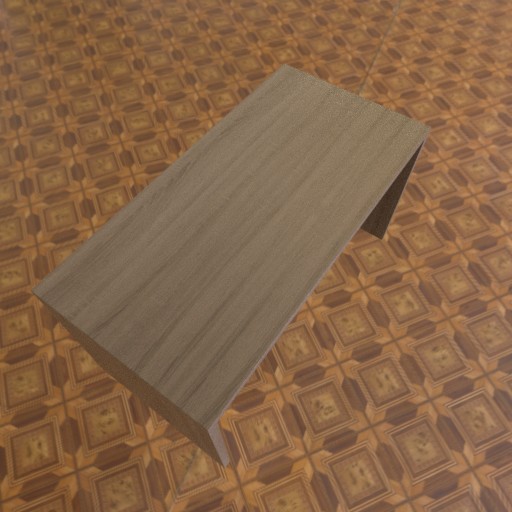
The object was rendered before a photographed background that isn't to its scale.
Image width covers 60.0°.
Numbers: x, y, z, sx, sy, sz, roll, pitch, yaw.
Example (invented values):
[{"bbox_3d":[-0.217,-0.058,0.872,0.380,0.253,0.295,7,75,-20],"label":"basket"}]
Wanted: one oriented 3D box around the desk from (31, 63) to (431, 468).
[{"bbox_3d":[0.000,0.000,1.848,0.690,0.745,1.380,31,63,18],"label":"desk"}]
